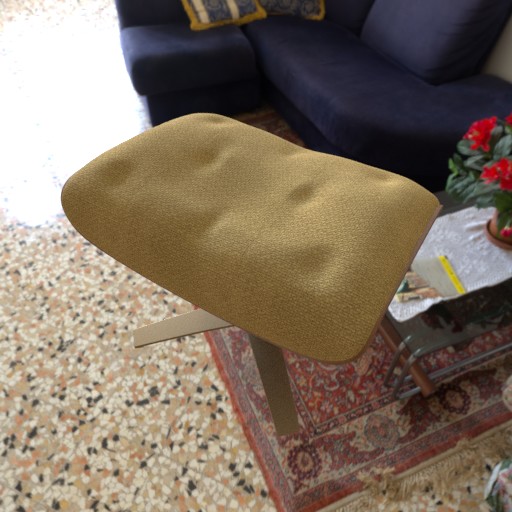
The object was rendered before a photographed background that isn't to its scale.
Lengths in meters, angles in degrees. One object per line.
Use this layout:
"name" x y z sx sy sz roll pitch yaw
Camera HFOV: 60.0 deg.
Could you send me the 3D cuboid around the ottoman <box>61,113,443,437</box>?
"ottoman" 0.000 0.000 0.814 0.520 0.391 0.394 25 52 21
